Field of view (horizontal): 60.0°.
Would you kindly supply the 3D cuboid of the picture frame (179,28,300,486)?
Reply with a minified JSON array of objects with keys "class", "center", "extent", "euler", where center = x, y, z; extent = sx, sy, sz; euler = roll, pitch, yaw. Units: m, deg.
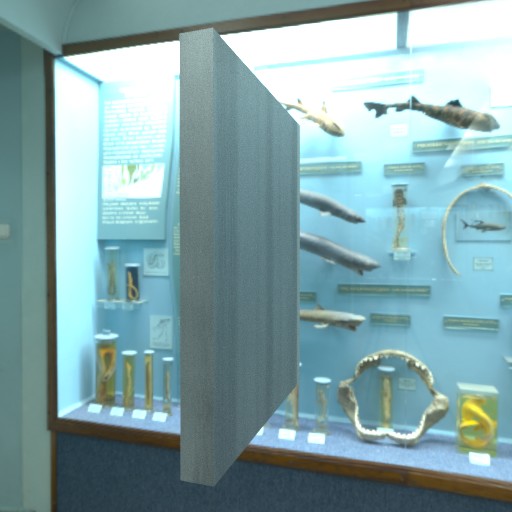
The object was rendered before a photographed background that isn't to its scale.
[{"class":"picture frame","center":[0.000,0.000,0.756],"extent":[0.046,0.555,0.449],"euler":[0,1,19]}]
